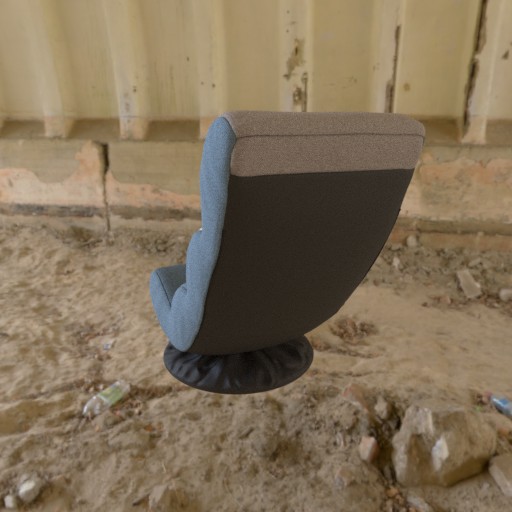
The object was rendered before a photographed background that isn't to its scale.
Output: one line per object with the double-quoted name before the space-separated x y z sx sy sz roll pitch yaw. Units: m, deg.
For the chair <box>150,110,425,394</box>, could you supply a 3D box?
"chair" 0.000 0.000 1.069 0.420 0.641 0.661 -7 17 -24
